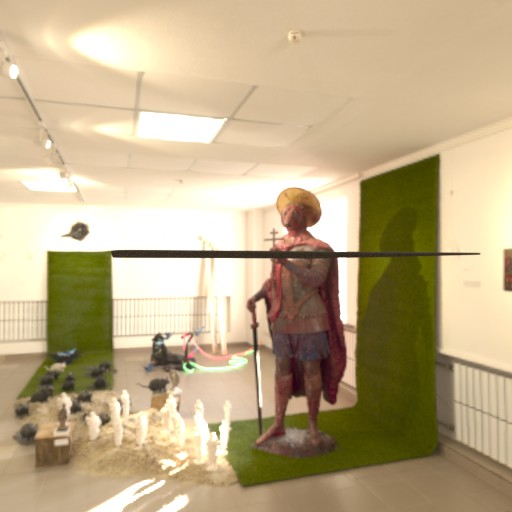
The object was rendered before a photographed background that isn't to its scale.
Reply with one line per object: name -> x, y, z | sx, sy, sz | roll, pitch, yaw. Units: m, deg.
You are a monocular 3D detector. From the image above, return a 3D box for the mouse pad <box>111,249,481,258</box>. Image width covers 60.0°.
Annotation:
mouse pad -> 0.000, 0.000, 0.636 | 0.393, 0.002, 0.451 | 0, -1, -18
